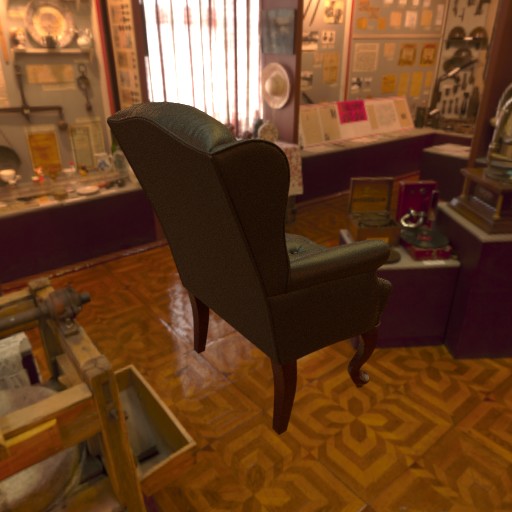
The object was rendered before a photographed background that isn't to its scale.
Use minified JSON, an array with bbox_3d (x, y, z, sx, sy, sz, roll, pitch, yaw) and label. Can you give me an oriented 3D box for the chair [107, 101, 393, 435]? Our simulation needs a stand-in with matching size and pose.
[{"bbox_3d":[0.000,0.000,1.631,0.762,1.111,0.838,-18,31,-33],"label":"chair"}]
